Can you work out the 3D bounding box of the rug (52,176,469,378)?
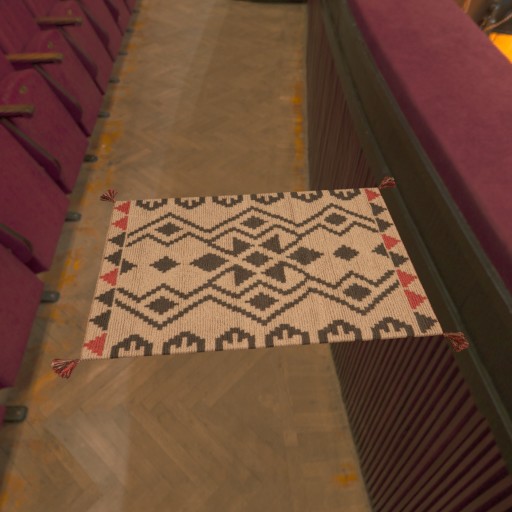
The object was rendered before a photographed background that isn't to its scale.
[{"bbox_3d":[0.000,0.000,2.626,2.069,0.067,1.444,-3,46,-3],"label":"rug"}]
